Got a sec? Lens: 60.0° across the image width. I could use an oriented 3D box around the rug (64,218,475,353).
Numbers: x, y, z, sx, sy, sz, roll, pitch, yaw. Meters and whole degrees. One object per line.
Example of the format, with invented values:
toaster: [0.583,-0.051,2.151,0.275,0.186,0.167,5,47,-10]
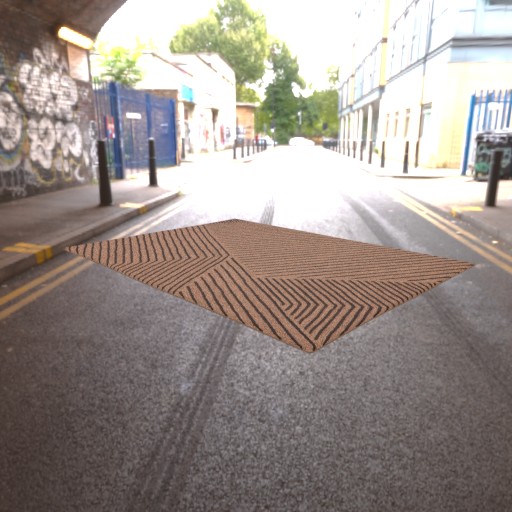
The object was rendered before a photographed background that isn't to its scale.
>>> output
rug: [0.000,0.000,3.256,2.449,0.028,1.829,15,21,43]
